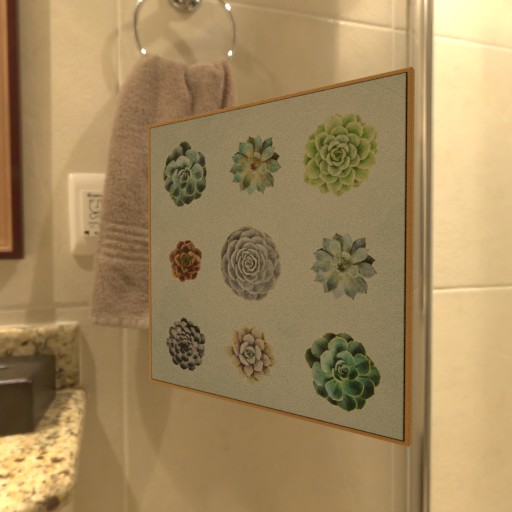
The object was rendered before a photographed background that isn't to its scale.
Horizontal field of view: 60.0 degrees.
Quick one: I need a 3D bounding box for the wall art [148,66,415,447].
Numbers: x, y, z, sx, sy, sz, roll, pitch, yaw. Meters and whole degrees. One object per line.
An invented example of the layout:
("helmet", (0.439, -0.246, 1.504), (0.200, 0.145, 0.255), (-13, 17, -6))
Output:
("wall art", (0.000, 0.000, 0.664), (0.457, 0.455, 0.013), (1, 2, 35))
